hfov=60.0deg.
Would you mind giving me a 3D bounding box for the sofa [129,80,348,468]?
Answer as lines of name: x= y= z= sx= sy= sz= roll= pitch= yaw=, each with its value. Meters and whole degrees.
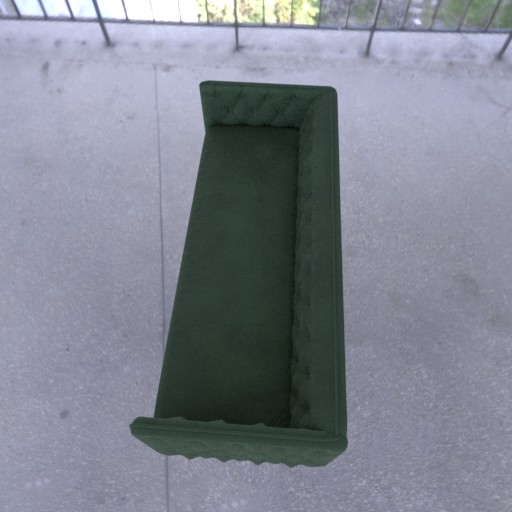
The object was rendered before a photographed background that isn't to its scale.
sofa: x=0.000 y=0.000 z=2.621 sx=0.895 sy=0.771 sz=2.209 roll=4 pitch=59 yaw=2
